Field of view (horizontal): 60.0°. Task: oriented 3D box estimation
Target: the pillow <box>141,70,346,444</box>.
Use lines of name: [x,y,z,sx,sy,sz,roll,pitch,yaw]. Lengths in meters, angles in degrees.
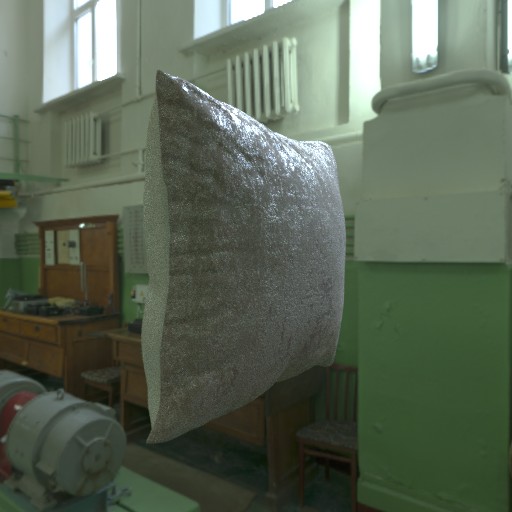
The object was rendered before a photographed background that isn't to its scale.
pillow: [0.000,0.000,0.711,0.245,0.448,0.450,0,0,36]
